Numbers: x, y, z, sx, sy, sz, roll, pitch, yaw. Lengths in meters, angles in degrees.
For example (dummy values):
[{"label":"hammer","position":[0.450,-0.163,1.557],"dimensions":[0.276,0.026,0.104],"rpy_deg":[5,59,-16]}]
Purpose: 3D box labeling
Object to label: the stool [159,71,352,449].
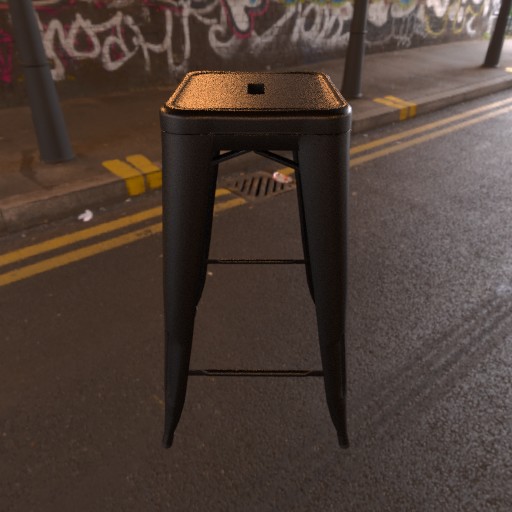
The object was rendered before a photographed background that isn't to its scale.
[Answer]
[{"label":"stool","position":[0.000,0.000,0.838],"dimensions":[0.359,0.609,0.399],"rpy_deg":[0,32,0]}]
